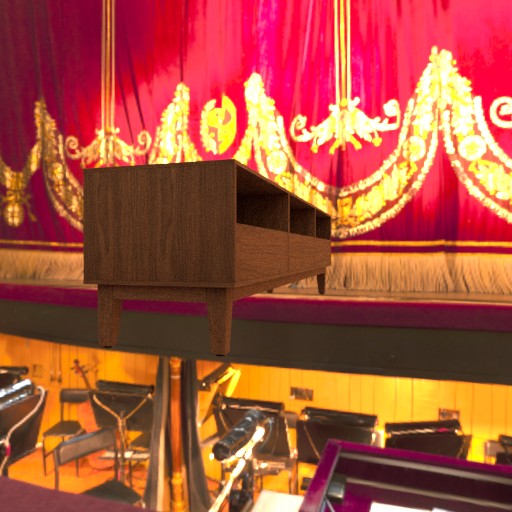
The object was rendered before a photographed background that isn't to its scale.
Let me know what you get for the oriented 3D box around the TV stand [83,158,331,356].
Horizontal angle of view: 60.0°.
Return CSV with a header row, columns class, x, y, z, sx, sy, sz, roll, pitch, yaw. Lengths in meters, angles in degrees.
class,x,y,z,sx,sy,sz,roll,pitch,yaw
TV stand,0.000,0.000,1.662,0.366,0.409,1.482,0,1,17
